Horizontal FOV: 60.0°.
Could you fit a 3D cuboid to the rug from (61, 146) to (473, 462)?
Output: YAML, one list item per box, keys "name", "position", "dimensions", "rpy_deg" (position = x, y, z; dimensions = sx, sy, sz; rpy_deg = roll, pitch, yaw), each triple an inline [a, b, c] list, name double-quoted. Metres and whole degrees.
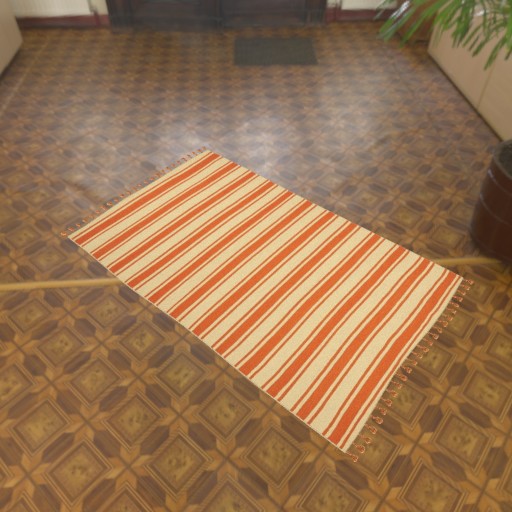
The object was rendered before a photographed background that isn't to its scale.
- name: "rug"
  position: [0.000, 0.000, 2.552]
  dimensions: [2.092, 0.017, 1.232]
  rpy_deg: [31, 54, 26]
